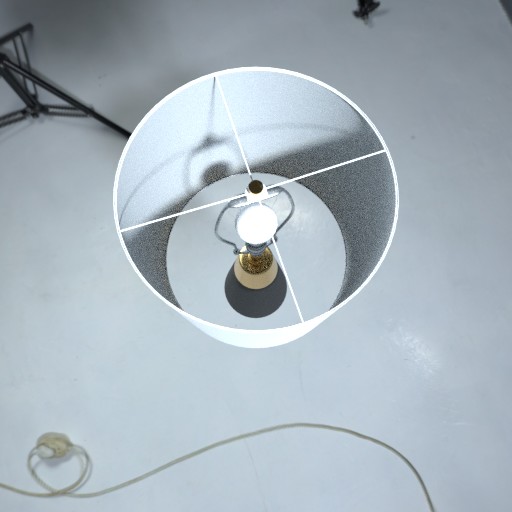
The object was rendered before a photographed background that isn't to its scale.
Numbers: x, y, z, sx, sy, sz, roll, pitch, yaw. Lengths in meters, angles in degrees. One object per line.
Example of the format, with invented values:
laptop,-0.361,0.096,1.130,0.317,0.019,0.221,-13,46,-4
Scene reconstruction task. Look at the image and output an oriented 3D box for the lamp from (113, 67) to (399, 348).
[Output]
lamp,0.000,0.000,0.754,0.308,0.580,0.308,-18,76,-5
